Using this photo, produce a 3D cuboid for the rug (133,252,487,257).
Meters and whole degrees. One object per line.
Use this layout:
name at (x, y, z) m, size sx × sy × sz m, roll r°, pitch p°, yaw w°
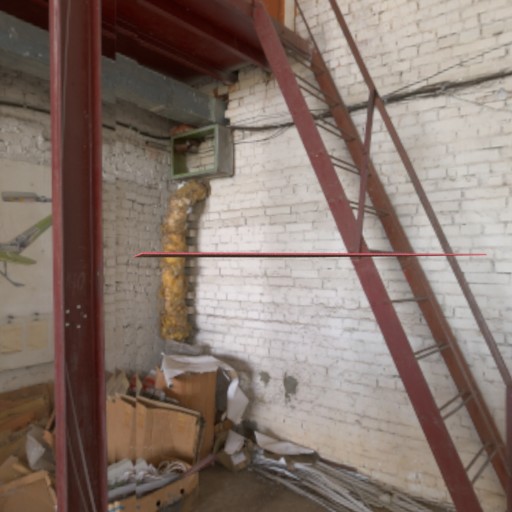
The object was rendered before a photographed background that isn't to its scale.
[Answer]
rug at (0.000, 0.000, 2.302) m, size 1.209 × 0.008 × 1.814 m, roll 0°, pitch -1°, yaw -16°
